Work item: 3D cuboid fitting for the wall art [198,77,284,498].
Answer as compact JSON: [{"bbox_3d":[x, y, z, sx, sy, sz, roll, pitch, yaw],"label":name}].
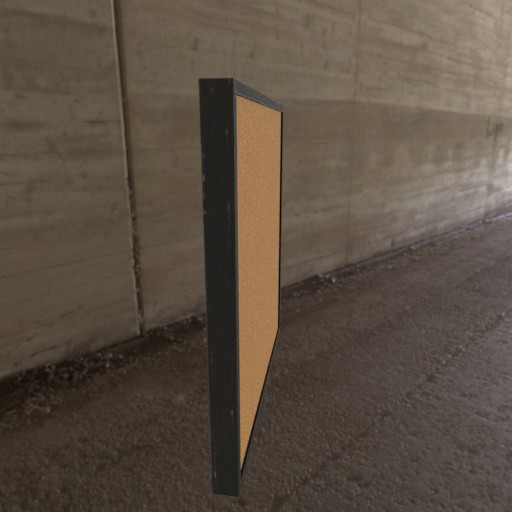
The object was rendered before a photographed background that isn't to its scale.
[{"bbox_3d":[0.000,0.000,0.746,0.036,0.506,0.506,2,16,9],"label":"wall art"}]
